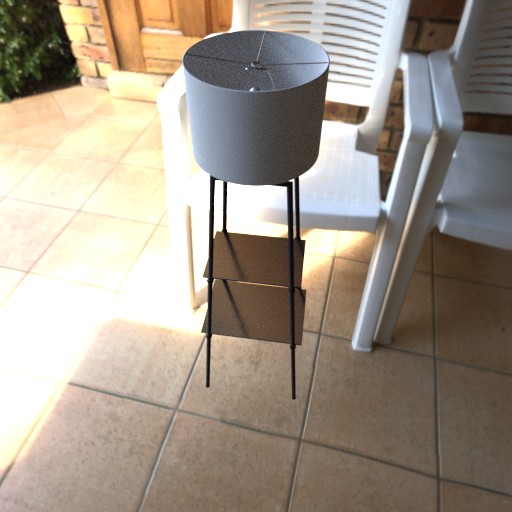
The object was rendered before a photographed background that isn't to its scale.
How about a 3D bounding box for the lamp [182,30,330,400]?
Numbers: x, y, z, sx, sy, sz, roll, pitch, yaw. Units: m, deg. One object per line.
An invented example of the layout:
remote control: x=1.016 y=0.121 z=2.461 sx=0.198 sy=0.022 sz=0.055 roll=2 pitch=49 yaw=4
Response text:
lamp: x=0.000 y=0.000 z=1.666 sx=0.427 sy=1.474 sz=0.384 roll=6 pitch=47 yaw=6
